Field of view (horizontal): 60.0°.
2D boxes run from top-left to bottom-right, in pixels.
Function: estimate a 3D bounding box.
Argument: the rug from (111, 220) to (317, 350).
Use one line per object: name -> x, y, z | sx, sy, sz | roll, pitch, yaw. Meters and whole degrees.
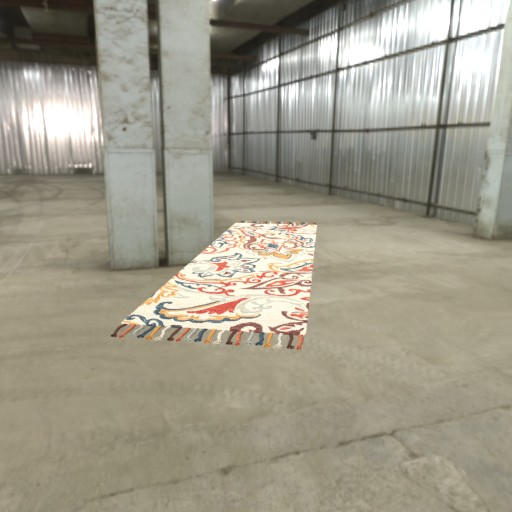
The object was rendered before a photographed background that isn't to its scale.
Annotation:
rug -> 0.000, 0.000, 2.947 | 0.763, 0.015, 2.682 | 2, 14, 8
